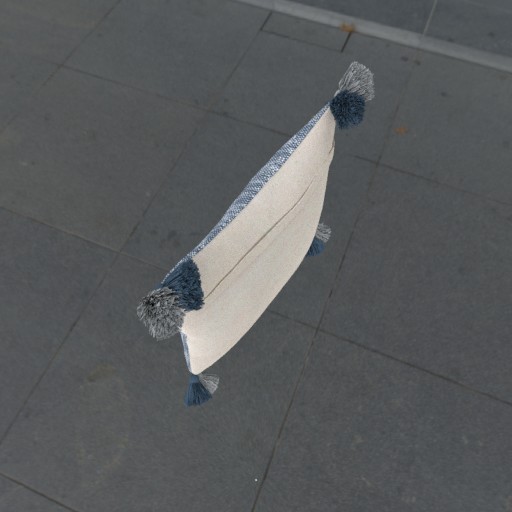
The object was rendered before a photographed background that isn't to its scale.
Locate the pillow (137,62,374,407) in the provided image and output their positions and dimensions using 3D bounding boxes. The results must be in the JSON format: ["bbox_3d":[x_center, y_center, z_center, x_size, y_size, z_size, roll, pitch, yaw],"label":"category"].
[{"bbox_3d":[0.000,0.000,0.915,0.138,0.634,0.614,34,68,16],"label":"pillow"}]
